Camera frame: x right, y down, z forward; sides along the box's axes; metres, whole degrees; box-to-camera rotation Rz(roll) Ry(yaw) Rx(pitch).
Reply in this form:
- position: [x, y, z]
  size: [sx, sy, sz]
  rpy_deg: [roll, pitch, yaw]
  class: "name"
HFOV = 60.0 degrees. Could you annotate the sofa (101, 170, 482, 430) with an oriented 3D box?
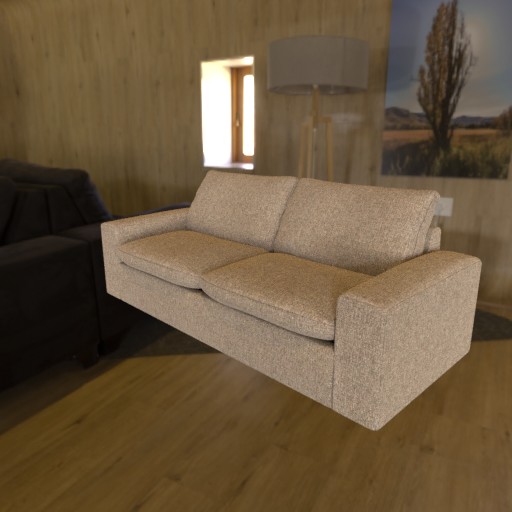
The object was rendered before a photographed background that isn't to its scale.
- position: [0.000, 0.000, 2.762]
  size: [1.040, 0.922, 2.299]
  rpy_deg: [-15, 21, -43]
  class: "sofa"
